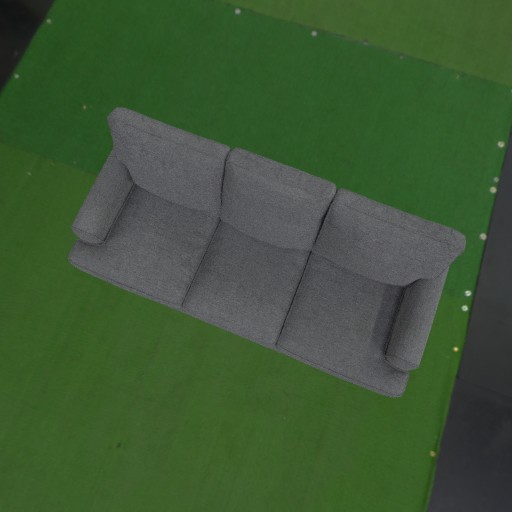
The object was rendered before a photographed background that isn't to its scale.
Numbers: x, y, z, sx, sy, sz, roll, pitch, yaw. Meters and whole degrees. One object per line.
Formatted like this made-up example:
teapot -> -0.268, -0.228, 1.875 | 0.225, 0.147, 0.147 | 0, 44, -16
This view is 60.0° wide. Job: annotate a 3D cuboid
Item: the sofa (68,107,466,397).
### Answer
sofa -> 0.000, 0.000, 2.684 | 2.158, 0.965, 0.951 | 21, 76, 6
